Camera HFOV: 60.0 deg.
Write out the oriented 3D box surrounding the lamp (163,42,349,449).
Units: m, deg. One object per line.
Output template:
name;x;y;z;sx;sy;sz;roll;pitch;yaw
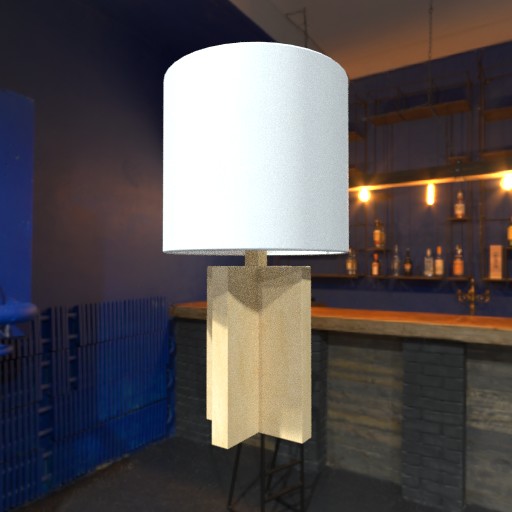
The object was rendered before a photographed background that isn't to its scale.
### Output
lamp;0.000;0.000;0.557;0.229;0.428;0.229;-1;-2;35
